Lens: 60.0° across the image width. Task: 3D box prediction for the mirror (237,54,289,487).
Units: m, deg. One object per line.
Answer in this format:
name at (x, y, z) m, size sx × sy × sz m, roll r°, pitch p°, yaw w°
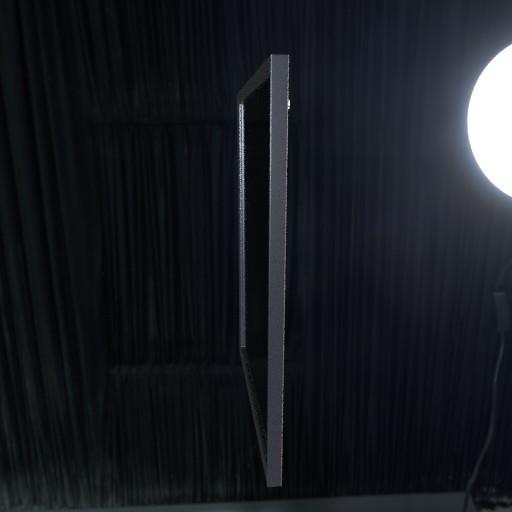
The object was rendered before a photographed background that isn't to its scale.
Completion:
mirror at (0.000, 0.000, 1.366) m, size 0.040 × 1.016 × 0.762 m, roll -2°, pitch 15°, yaw -7°
